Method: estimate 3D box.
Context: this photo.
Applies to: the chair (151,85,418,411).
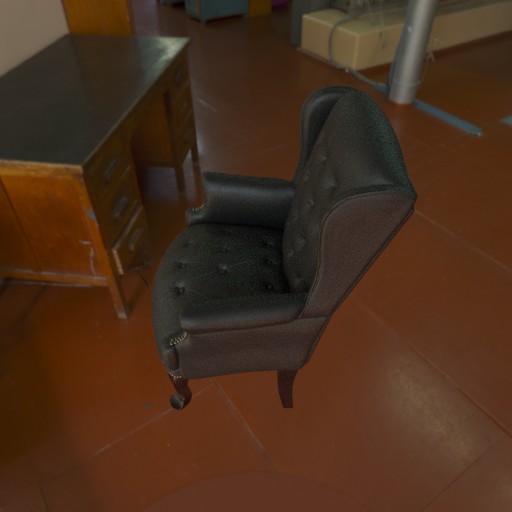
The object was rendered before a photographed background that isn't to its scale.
[{"bbox_3d":[0.000,0.000,1.669,0.822,1.133,0.831,0,42,0],"label":"chair"}]
